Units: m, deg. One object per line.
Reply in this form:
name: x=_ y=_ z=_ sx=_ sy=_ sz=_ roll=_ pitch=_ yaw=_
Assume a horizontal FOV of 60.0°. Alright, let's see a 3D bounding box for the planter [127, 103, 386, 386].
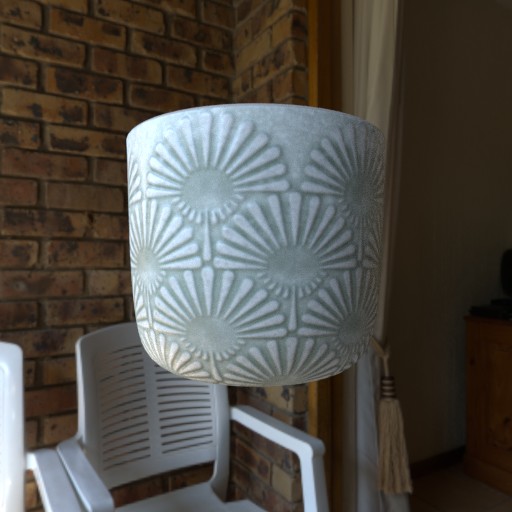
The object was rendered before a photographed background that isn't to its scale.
planter: x=0.000 y=0.000 z=0.220 sx=0.124 sy=0.109 sz=0.124 roll=0 pitch=-1 yaw=0
